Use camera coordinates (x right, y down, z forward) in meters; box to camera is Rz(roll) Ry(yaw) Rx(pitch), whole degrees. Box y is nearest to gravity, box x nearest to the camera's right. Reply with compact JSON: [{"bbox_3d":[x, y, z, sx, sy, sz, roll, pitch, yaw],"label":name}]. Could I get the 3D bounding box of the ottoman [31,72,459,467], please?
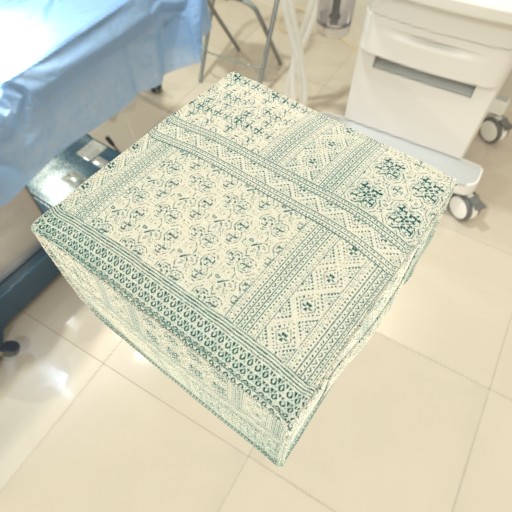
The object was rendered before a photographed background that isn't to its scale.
[{"bbox_3d":[0.000,0.000,1.022,0.626,0.439,0.617,33,63,19],"label":"ottoman"}]
